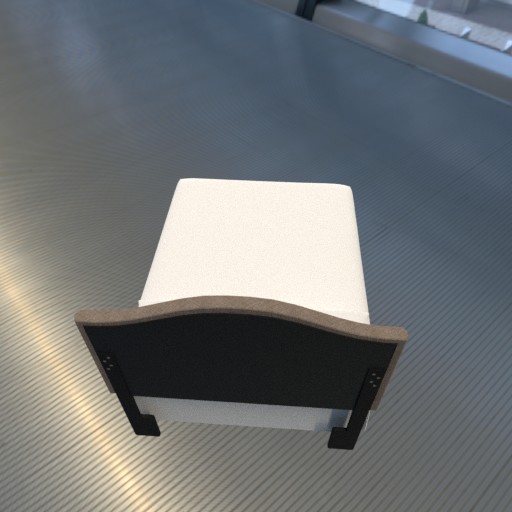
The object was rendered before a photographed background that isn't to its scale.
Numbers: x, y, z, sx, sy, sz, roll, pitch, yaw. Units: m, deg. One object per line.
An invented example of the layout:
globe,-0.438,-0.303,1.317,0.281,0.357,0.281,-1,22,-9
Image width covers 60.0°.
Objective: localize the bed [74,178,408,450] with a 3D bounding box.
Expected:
bed,0.000,0.000,3.282,1.713,1.518,2.153,3,46,3
